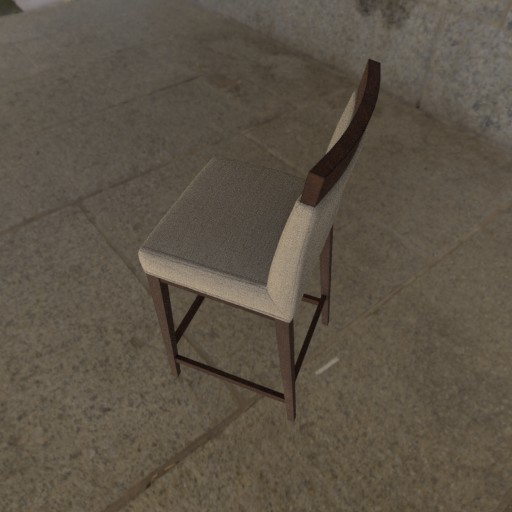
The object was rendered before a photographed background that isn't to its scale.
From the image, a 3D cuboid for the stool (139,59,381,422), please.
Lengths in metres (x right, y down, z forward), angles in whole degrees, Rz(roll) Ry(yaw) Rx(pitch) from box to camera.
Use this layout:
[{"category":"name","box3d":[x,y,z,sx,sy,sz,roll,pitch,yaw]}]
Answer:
[{"category":"stool","box3d":[0.000,0.000,1.415,0.531,1.117,0.511,16,49,15]}]
